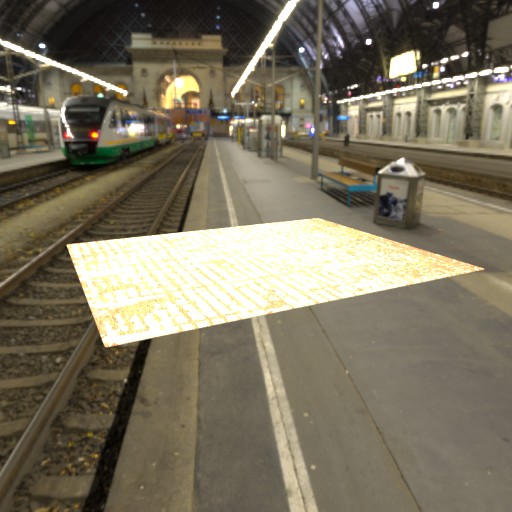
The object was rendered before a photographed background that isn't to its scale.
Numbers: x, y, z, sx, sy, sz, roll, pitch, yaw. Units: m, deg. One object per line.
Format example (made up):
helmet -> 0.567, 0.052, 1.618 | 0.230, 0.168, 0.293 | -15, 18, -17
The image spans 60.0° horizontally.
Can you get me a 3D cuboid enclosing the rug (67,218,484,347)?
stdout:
rug -> 0.000, 0.000, 4.086 | 3.050, 0.011, 2.441 | -8, 18, -26
